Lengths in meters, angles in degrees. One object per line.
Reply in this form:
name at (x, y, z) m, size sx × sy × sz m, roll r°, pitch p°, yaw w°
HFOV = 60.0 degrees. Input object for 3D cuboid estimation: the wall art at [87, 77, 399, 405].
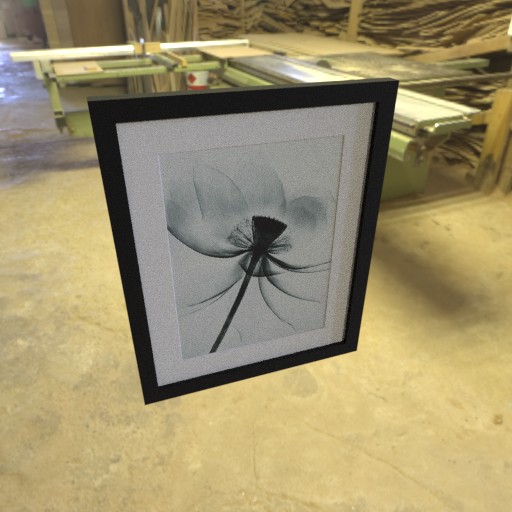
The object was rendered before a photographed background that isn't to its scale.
wall art at (0.000, 0.000, 0.775) m, size 0.457 × 0.559 × 0.029 m, roll -10°, pitch 33°, yaw -16°
